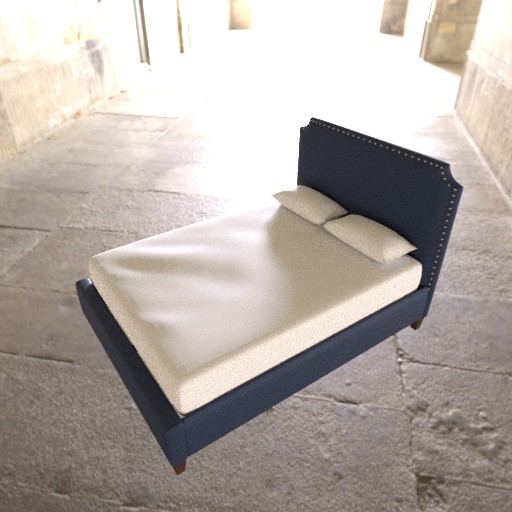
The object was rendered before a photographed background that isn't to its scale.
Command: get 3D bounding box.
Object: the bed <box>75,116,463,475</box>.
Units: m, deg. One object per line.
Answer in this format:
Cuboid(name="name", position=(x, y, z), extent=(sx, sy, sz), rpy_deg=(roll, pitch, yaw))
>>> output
Cuboid(name="bed", position=(0.000, 0.000, 3.394), extent=(2.372, 1.443, 1.712), rpy_deg=(-21, 38, -29))
